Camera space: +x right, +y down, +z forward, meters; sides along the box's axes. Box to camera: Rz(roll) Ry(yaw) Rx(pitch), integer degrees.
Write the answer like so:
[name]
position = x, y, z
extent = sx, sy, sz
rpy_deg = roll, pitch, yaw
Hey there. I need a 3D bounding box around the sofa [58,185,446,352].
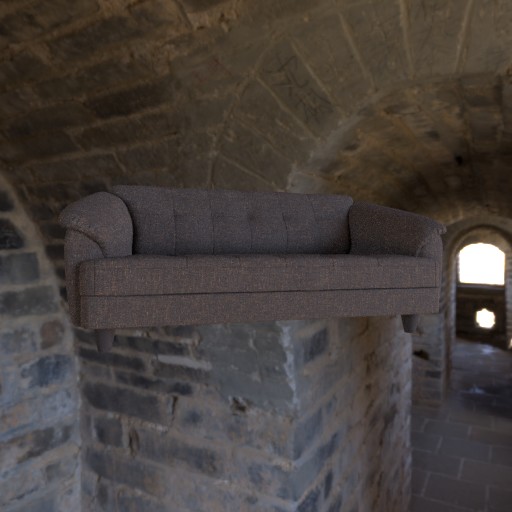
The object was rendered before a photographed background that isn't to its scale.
[sofa]
position = 0.000, 0.000, 2.341
extent = 1.849, 0.790, 0.887
rpy_deg = 0, 0, -17
